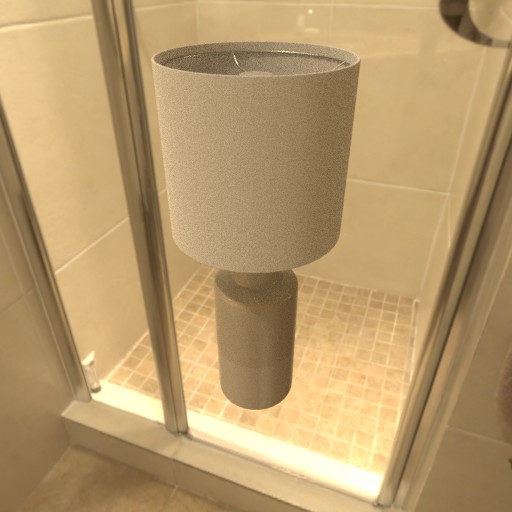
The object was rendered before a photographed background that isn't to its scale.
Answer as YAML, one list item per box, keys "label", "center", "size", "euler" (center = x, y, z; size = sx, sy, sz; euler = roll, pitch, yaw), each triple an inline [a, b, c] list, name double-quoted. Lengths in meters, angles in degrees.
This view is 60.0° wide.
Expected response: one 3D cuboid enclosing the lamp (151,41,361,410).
- label: "lamp"
  center: [0.000, 0.000, 0.590]
  size: [0.212, 0.493, 0.212]
  euler: [-9, 34, -14]
